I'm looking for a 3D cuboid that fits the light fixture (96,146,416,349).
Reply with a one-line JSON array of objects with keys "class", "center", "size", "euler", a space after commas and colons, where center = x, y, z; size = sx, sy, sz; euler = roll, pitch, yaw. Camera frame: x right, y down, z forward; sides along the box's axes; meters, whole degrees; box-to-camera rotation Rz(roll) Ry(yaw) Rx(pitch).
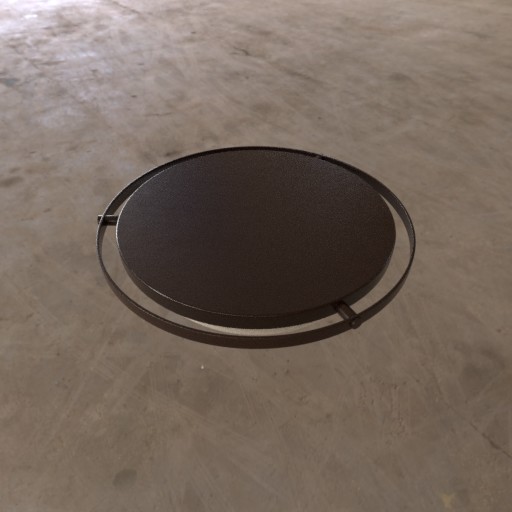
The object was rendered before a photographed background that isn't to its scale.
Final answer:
[{"class": "light fixture", "center": [0.000, 0.000, 0.557], "size": [0.361, 0.130, 0.361], "euler": [0, 40, 0]}]
